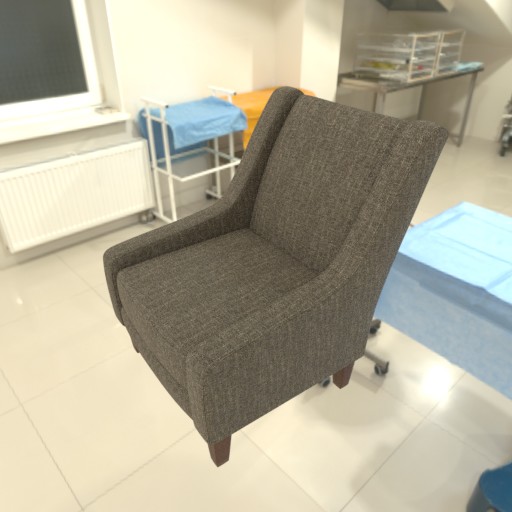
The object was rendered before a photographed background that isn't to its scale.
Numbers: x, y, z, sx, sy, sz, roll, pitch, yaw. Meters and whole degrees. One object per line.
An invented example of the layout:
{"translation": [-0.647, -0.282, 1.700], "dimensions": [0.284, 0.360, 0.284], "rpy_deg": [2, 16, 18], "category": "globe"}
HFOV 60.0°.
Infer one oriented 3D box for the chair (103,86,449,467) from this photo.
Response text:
{"translation": [0.000, 0.000, 1.665], "dimensions": [0.944, 1.012, 0.793], "rpy_deg": [-21, 37, -30], "category": "chair"}
